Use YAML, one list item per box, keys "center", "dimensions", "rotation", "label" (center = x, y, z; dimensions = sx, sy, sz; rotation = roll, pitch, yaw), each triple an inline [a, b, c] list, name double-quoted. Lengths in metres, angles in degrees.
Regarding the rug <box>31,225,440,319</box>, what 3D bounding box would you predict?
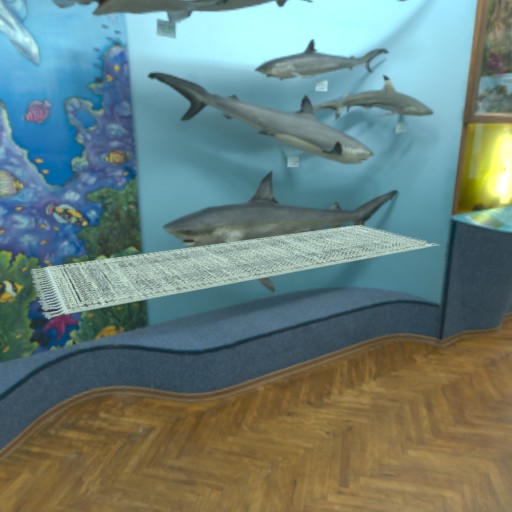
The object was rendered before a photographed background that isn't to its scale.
- center: [0.000, 0.000, 2.744]
  dimensions: [2.480, 0.013, 0.786]
  rotation: [-9, 18, -29]
  label: "rug"
